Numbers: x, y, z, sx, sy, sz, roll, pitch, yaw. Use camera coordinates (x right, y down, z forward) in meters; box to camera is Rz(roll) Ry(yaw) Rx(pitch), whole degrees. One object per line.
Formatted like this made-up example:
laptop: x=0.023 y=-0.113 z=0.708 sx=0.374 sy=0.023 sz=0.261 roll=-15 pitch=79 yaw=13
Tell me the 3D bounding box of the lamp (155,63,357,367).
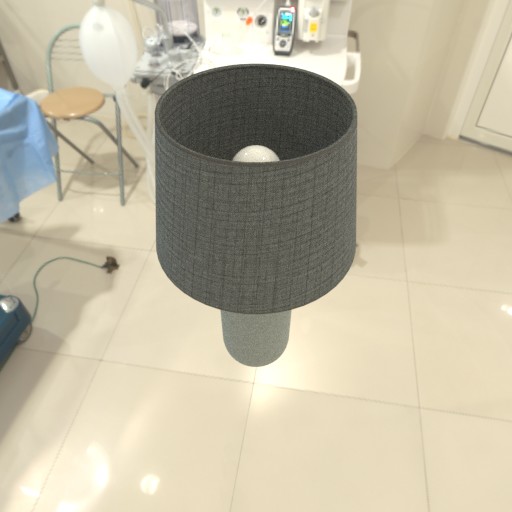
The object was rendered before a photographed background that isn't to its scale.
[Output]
lamp: x=0.000 y=0.000 z=0.593 sx=0.251 sy=0.429 sz=0.251 roll=0 pitch=46 yaw=0
